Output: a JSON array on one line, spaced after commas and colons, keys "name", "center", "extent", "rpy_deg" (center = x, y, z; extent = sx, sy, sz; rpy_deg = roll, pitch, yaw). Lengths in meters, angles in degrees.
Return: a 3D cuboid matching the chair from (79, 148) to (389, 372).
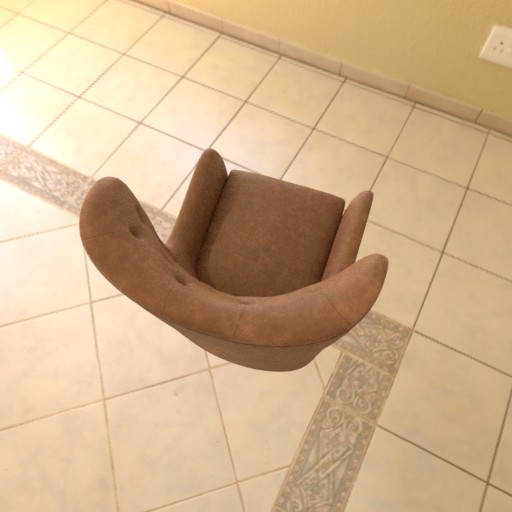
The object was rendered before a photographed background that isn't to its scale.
[{"name": "chair", "center": [0.000, 0.000, 1.712], "extent": [0.831, 1.079, 0.930], "rpy_deg": [17, 64, 9]}]
